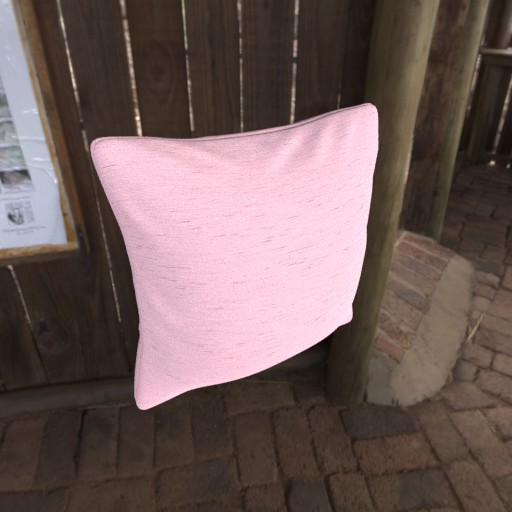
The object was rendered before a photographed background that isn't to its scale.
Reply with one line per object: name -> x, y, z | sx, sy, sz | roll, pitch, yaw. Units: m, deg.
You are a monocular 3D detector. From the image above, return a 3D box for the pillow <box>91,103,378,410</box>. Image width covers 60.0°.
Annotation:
pillow -> 0.000, 0.000, 0.681 | 0.432, 0.415, 0.246 | -17, 33, -27
